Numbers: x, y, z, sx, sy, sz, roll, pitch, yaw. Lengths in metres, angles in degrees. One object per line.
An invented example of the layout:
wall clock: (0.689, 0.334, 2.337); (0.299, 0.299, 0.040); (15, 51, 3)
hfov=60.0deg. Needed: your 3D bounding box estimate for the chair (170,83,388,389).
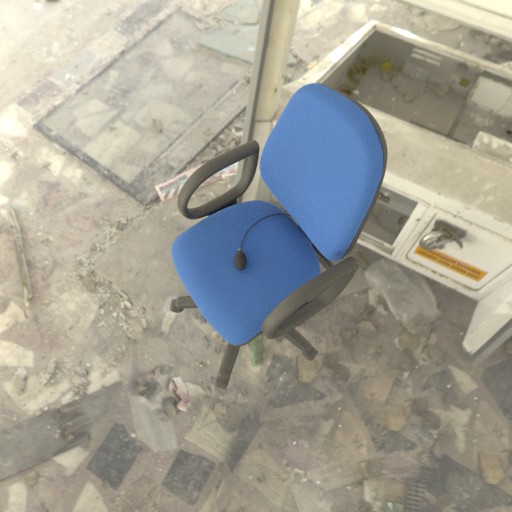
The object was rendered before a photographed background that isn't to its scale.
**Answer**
chair: (0.000, 0.000, 1.252); (0.549, 0.905, 0.552); (-31, 68, -14)
